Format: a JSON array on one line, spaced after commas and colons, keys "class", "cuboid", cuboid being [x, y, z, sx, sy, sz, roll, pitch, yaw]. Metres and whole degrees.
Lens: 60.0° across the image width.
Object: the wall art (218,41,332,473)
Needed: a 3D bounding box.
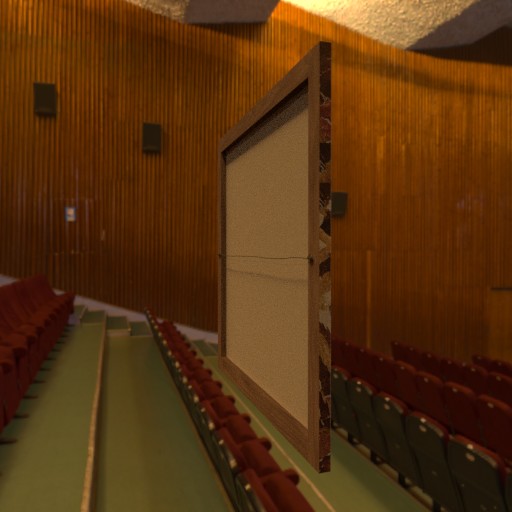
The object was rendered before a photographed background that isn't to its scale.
[{"class": "wall art", "cuboid": [0.000, 0.000, 1.141, 0.028, 0.762, 0.757, 0, 1, -19]}]
